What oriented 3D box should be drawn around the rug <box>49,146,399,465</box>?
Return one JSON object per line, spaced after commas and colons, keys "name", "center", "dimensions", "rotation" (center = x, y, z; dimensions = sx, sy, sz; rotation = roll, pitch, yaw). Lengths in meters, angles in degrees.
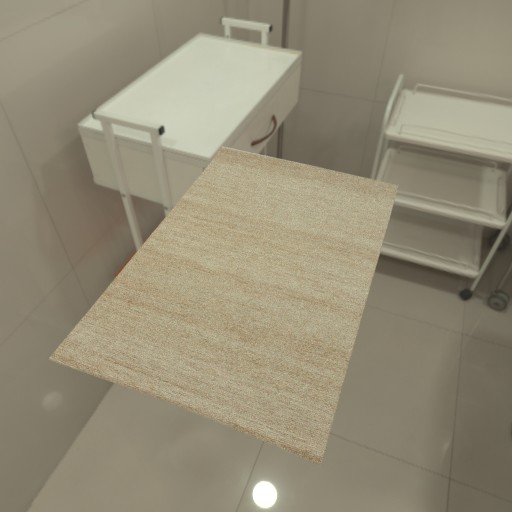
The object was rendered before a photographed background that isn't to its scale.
{"name": "rug", "center": [0.000, 0.000, 3.033], "dimensions": [1.574, 0.029, 2.346], "rotation": [16, 48, 15]}
